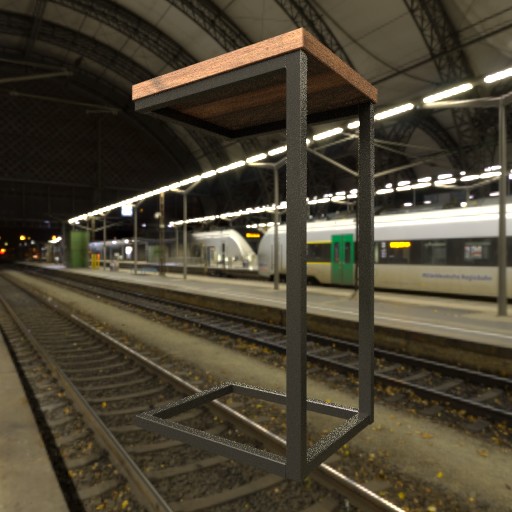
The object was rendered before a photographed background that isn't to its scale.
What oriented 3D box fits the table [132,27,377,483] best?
[{"bbox_3d":[0.000,0.000,0.945,0.414,0.718,0.323,0,0,36],"label":"table"}]
